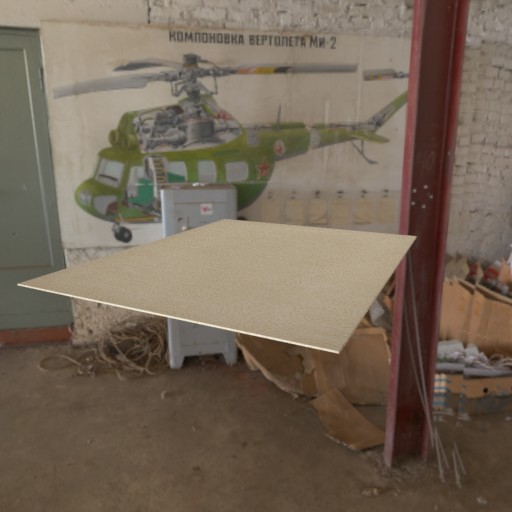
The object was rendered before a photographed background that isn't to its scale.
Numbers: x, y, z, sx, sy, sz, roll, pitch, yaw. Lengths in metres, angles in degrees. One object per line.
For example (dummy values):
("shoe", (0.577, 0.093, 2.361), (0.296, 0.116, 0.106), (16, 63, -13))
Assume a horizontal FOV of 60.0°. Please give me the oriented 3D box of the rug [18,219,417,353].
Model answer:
("rug", (0.000, 0.000, 3.459), (2.073, 0.011, 2.584), (7, 16, 25))
